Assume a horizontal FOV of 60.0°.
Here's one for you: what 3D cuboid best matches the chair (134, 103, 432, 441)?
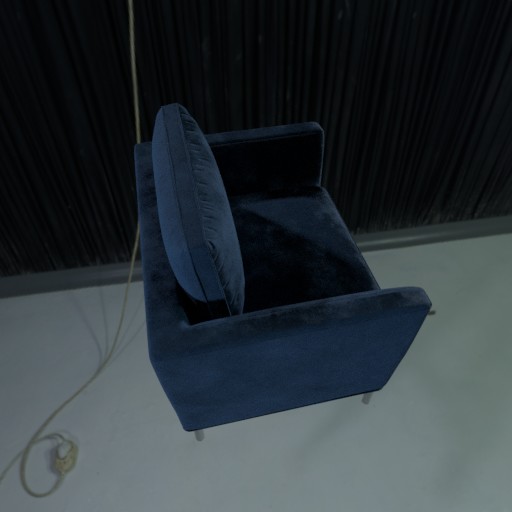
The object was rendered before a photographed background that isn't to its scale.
[{"bbox_3d":[0.000,0.000,1.588,0.746,0.893,0.977,-9,47,-9],"label":"chair"}]
